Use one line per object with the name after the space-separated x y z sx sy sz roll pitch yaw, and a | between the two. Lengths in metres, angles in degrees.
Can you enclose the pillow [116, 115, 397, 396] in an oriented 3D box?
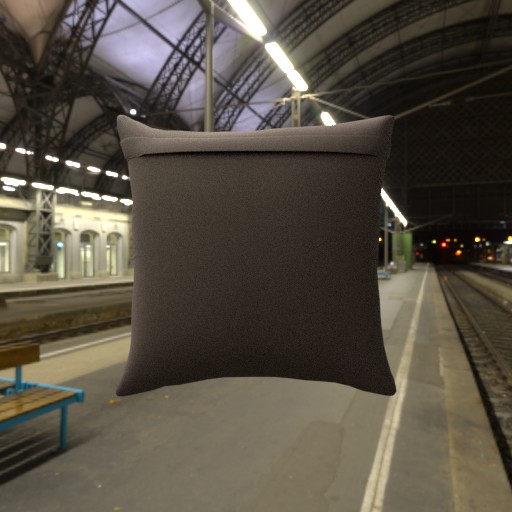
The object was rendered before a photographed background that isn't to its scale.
0.000 0.000 0.641 0.405 0.406 0.173 0 0 0 | pillow
